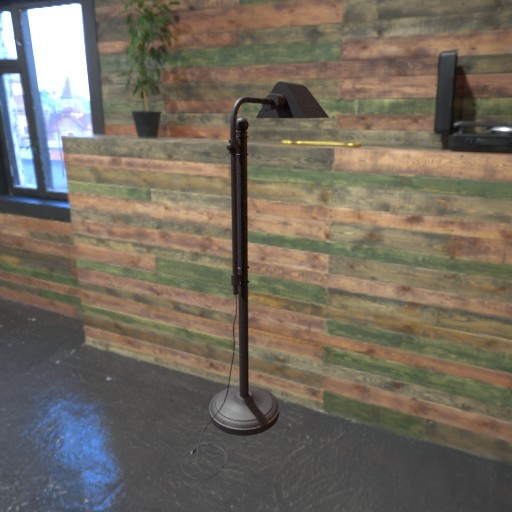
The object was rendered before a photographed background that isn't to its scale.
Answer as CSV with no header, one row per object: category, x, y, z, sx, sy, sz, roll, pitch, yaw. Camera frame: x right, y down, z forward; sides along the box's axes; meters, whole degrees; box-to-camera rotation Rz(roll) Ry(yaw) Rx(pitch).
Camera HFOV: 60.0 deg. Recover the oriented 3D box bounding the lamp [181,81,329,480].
lamp,0.000,0.000,0.945,0.159,0.708,0.545,9,20,26
